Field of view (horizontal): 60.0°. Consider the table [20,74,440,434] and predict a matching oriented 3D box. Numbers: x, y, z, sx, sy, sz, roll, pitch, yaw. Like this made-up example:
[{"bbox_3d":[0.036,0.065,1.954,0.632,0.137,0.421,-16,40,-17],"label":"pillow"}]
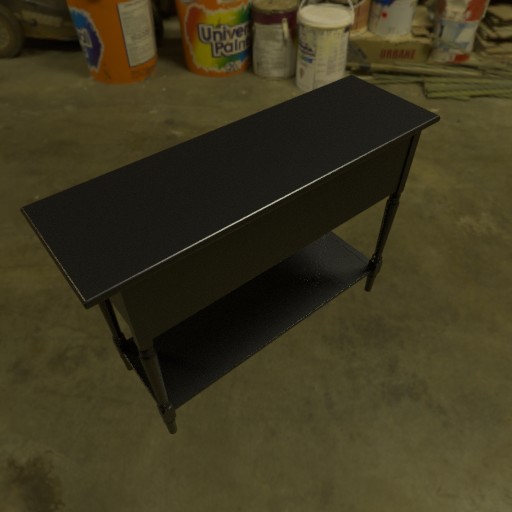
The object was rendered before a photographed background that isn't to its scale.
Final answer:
[{"bbox_3d":[0.000,0.000,1.541,1.191,0.819,0.386,-30,53,-25],"label":"table"}]
